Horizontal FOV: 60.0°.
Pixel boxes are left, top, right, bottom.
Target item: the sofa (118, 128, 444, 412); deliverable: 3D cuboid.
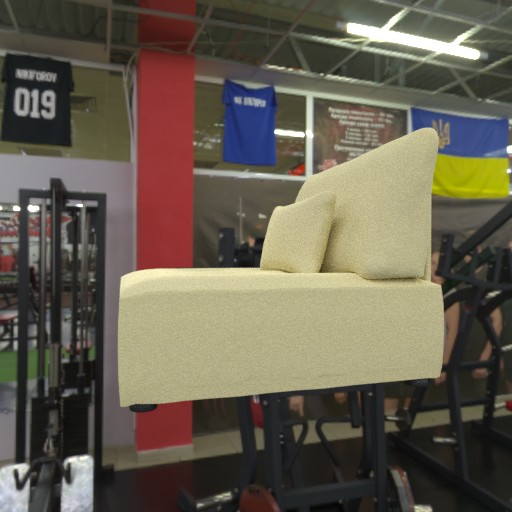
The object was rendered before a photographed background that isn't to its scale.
[{"bbox_3d":[0.000,0.000,1.697,1.000,0.820,0.930,0,0,-17],"label":"sofa"}]
